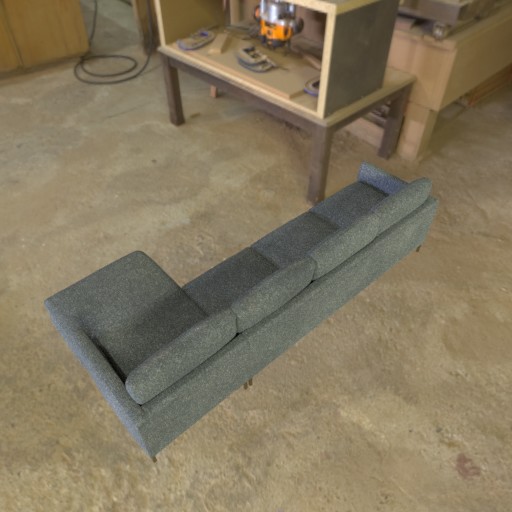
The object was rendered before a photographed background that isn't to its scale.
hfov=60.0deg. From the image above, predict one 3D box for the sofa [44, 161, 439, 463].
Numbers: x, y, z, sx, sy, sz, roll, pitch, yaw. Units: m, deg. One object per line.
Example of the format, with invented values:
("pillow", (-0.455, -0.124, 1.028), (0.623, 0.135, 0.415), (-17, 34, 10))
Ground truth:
("sofa", (0.000, 0.000, 3.490), (2.932, 0.810, 1.350), (-32, 54, -27))
